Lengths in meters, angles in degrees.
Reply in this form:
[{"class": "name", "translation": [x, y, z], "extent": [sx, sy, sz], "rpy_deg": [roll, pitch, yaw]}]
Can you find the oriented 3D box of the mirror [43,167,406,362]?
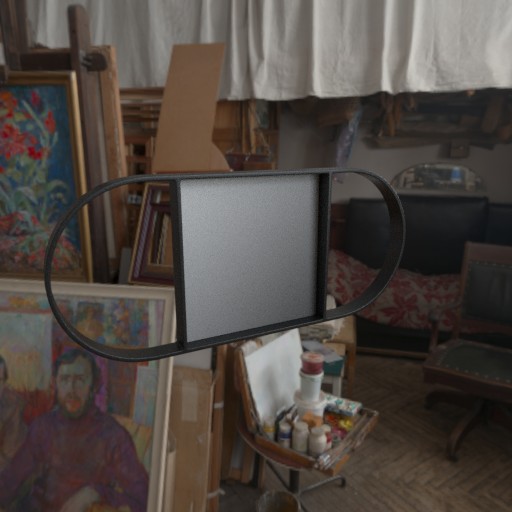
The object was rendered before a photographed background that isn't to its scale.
[{"class": "mirror", "translation": [0.000, 0.000, 0.674], "extent": [0.584, 0.254, 0.032], "rpy_deg": [-8, 17, -26]}]
